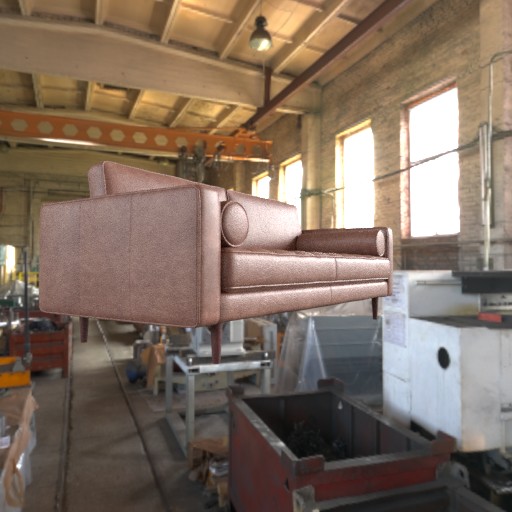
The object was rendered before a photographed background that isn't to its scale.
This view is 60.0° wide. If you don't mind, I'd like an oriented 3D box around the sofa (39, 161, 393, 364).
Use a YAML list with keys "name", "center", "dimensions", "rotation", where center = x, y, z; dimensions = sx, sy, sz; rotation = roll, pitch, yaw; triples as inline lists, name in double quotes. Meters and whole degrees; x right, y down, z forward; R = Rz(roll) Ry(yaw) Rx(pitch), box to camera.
- name: "sofa"
  center: [0.000, 0.000, 2.323]
  dimensions: [0.910, 0.760, 1.870]
  rotation: [-1, -2, 35]
